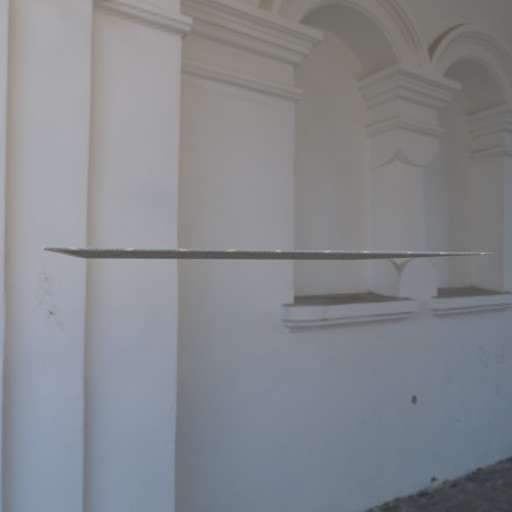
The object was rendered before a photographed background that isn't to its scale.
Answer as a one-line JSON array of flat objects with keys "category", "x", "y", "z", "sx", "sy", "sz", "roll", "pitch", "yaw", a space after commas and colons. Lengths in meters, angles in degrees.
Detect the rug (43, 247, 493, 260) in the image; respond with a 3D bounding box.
[{"category": "rug", "x": 0.000, "y": 0.000, "z": 2.641, "sx": 2.080, "sy": 0.010, "sz": 1.451, "roll": 0, "pitch": -2, "yaw": -16}]
